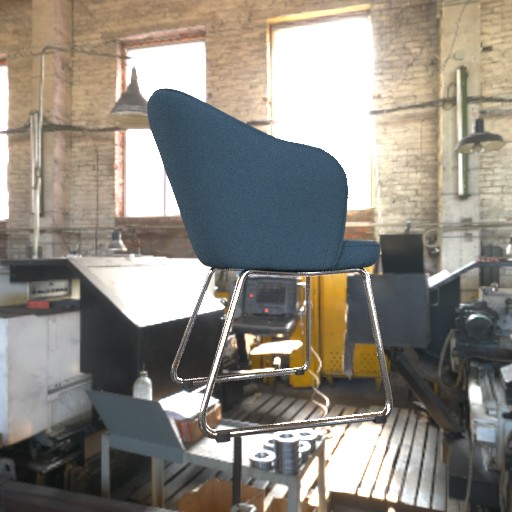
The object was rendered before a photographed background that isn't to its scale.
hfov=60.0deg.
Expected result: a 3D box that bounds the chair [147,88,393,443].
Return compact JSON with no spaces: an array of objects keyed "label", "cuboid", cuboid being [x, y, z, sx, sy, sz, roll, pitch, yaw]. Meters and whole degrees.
[{"label":"chair","cuboid":[0.000,0.000,1.230,0.585,0.815,0.570,0,0,-19]}]
